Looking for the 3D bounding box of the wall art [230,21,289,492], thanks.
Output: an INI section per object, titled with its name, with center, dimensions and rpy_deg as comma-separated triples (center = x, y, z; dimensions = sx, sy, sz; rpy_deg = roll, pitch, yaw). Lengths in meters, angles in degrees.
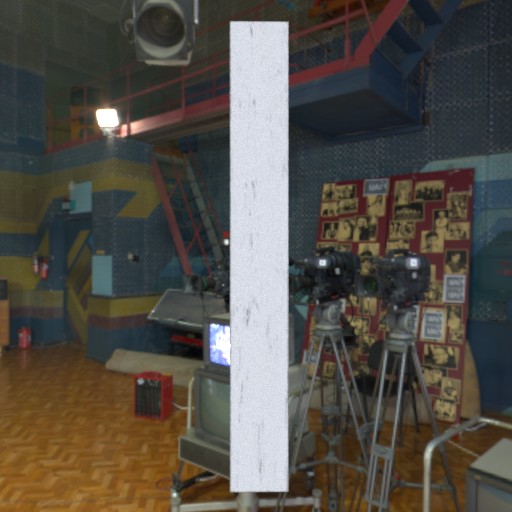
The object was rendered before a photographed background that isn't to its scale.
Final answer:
[wall art]
center = 0.000, 0.000, 0.439
dimensions = 0.038, 0.305, 0.305
rpy_deg = 0, 0, -1
